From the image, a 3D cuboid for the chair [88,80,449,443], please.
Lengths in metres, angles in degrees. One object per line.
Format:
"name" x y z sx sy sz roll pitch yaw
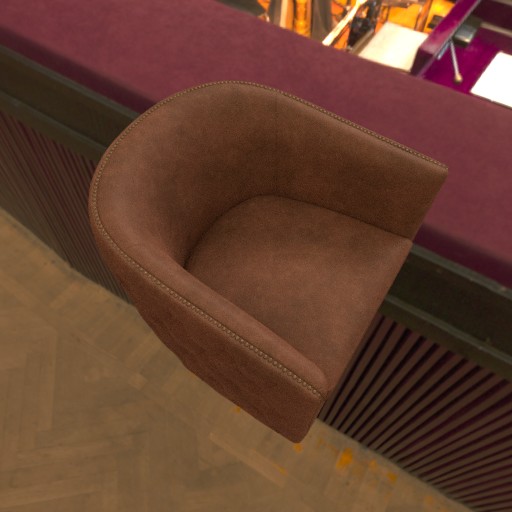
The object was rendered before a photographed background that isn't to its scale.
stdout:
"chair" 0.000 0.000 1.518 0.870 0.790 0.850 29 62 17
